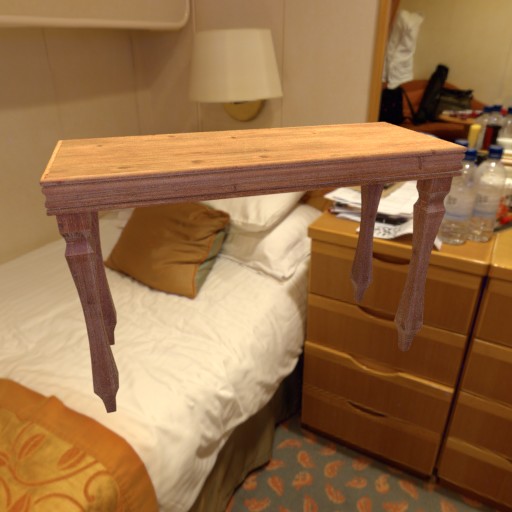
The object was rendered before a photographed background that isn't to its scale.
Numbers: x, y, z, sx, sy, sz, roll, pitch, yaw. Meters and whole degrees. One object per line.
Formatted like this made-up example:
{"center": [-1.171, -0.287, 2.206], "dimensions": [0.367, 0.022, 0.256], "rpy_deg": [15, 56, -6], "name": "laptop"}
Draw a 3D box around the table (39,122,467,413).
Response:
{"center": [0.000, 0.000, 1.736], "dimensions": [1.330, 0.873, 0.522], "rpy_deg": [-8, 27, -15], "name": "table"}
